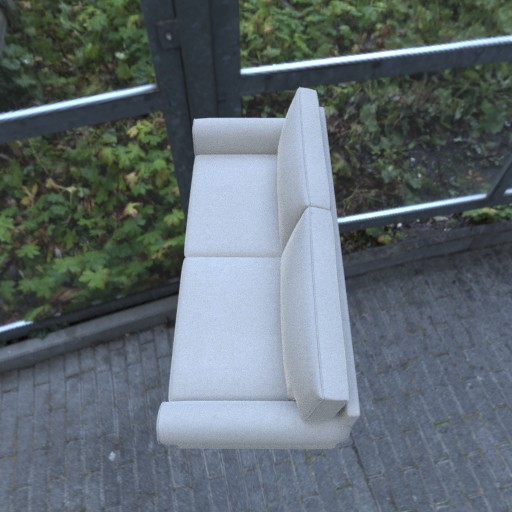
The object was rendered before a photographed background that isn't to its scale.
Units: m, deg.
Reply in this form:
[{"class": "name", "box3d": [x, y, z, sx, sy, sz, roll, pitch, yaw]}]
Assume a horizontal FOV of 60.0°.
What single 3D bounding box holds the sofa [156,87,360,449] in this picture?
[{"class": "sofa", "box3d": [0.000, 0.000, 2.653, 0.901, 0.962, 2.146, 0, 57, 0]}]
